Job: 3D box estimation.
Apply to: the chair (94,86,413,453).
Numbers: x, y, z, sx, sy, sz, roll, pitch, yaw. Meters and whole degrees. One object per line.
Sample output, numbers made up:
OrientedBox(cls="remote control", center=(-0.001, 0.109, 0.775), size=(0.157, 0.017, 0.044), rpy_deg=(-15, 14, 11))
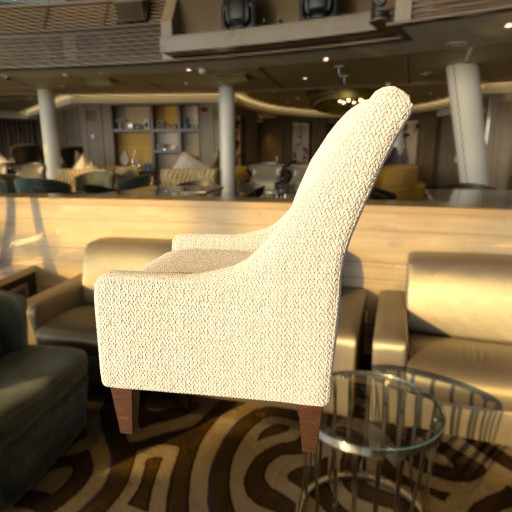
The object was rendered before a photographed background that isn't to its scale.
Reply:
OrientedBox(cls="chair", center=(0.000, 0.000, 1.561), size=(0.870, 1.014, 0.774), rpy_deg=(2, 13, 9))
